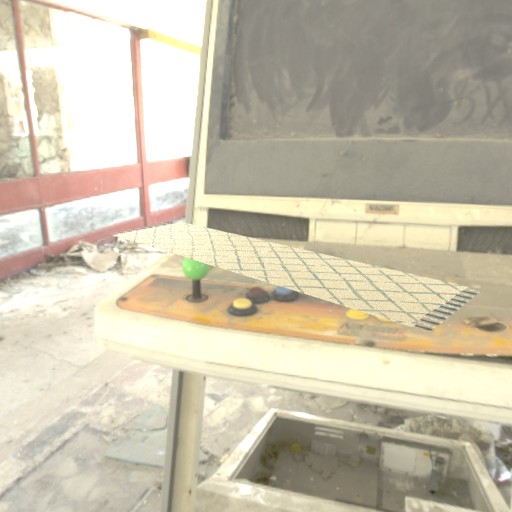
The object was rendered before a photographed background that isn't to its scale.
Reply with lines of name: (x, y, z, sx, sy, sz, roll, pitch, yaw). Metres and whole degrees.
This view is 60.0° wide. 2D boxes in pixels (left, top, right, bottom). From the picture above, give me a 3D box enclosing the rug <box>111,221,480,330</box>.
rug: (0.000, 0.000, 2.670, 2.372, 0.008, 0.620, 15, 22, 41)
